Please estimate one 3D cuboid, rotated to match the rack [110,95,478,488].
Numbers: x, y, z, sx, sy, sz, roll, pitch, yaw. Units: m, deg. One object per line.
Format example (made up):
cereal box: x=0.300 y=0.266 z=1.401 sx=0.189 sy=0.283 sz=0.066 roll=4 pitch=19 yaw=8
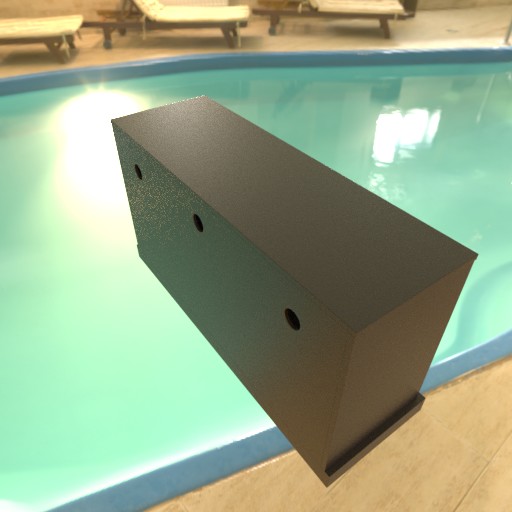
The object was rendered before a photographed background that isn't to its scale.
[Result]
rack: x=0.000 y=0.000 z=1.467 sx=0.399 sy=0.635 sz=1.206 roll=-25 pitch=46 yaw=-27
